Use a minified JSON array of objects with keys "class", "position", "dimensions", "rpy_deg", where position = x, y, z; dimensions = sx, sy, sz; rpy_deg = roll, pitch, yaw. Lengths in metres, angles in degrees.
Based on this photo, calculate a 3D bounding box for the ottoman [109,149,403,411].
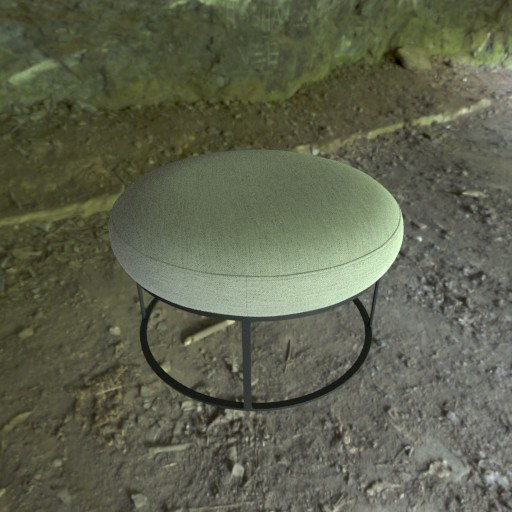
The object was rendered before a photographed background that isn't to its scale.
[{"class":"ottoman","position":[0.000,0.000,1.267],"dimensions":[0.769,0.459,0.769],"rpy_deg":[0,31,0]}]
